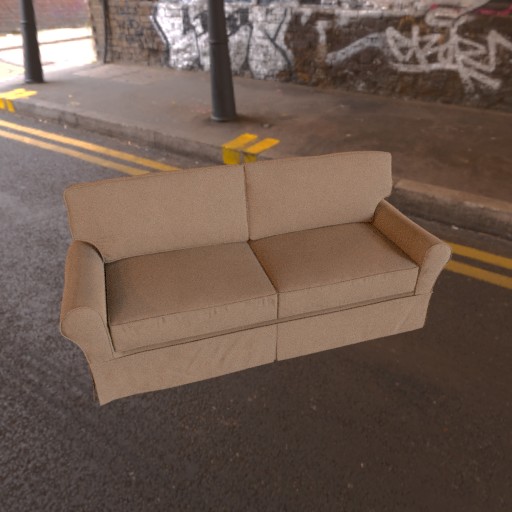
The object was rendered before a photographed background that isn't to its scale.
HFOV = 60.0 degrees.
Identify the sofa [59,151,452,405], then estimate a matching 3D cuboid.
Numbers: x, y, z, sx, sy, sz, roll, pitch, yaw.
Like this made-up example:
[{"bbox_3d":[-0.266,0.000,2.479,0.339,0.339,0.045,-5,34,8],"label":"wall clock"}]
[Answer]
[{"bbox_3d":[0.000,0.000,2.769,2.246,1.014,0.900,-9,33,-15],"label":"sofa"}]
